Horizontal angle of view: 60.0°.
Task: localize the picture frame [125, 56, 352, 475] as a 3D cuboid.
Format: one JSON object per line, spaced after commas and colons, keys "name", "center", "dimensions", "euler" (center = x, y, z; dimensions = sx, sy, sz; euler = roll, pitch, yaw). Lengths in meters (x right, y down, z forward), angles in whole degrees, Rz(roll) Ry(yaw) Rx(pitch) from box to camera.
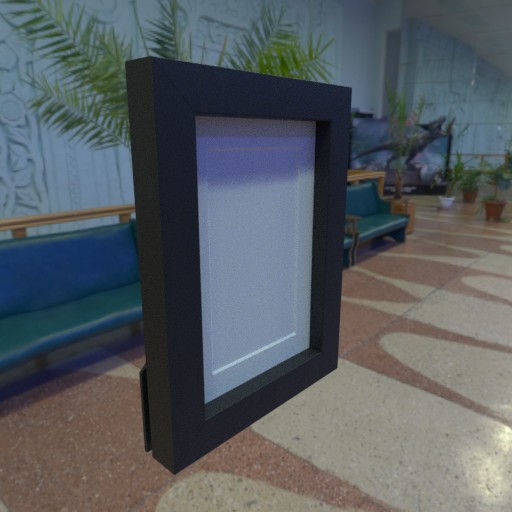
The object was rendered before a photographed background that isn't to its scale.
{"name": "picture frame", "center": [0.000, 0.000, 0.276], "dimensions": [0.028, 0.208, 0.157], "euler": [13, 20, 41]}
